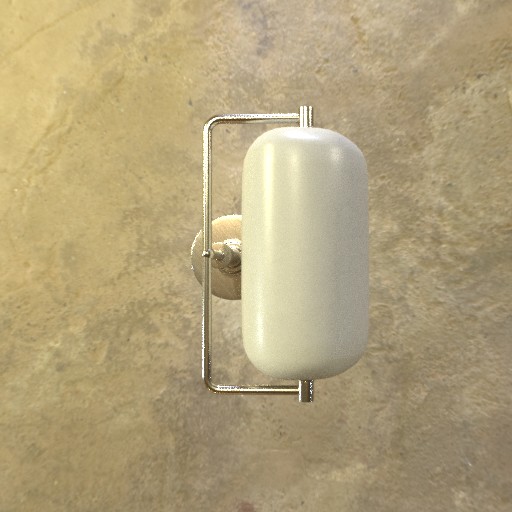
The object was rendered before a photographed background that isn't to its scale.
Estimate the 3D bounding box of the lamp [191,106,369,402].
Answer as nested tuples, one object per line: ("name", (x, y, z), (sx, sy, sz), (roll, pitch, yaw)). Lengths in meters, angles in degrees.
("lamp", (0.000, 0.000, 0.562), (0.227, 0.404, 0.269), (0, 89, 1))
